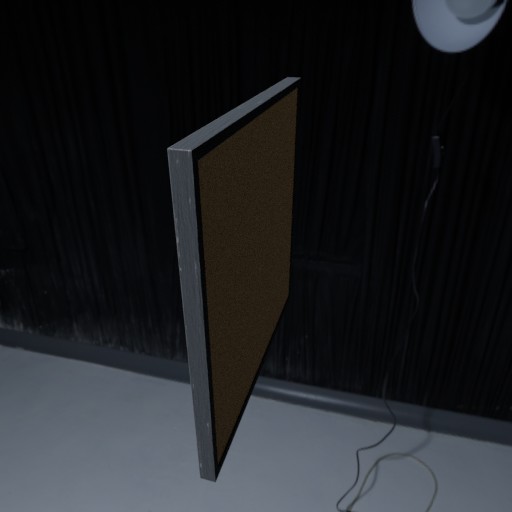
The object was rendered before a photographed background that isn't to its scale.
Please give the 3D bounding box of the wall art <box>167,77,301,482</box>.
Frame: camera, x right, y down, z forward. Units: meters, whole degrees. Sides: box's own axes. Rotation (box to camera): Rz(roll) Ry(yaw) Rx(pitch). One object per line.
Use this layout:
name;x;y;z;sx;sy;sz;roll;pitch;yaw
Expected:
wall art;0.000;0.000;1.137;0.037;0.761;0.761;8;31;15
